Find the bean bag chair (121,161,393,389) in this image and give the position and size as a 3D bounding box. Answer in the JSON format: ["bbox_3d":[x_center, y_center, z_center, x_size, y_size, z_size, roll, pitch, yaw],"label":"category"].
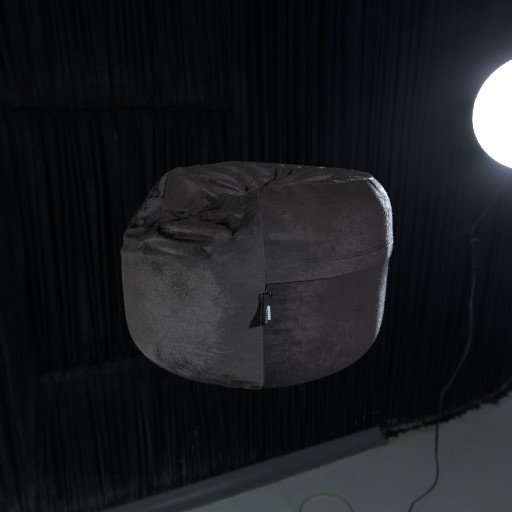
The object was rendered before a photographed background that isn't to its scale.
[{"bbox_3d":[0.000,0.000,1.565,0.918,0.605,0.918,0,16,0],"label":"bean bag chair"}]
